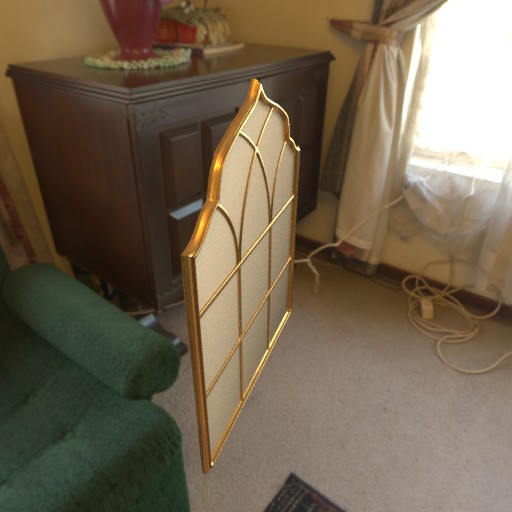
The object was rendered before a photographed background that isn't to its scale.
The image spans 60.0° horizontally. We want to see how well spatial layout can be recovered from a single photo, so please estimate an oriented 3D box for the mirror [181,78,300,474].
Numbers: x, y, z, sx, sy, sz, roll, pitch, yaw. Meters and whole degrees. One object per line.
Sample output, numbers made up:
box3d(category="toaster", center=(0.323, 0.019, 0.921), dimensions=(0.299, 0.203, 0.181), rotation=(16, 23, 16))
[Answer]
box3d(category="mirror", center=(0.000, 0.000, 0.846), dimensions=(0.018, 0.635, 0.513), rotation=(11, 32, 18))
